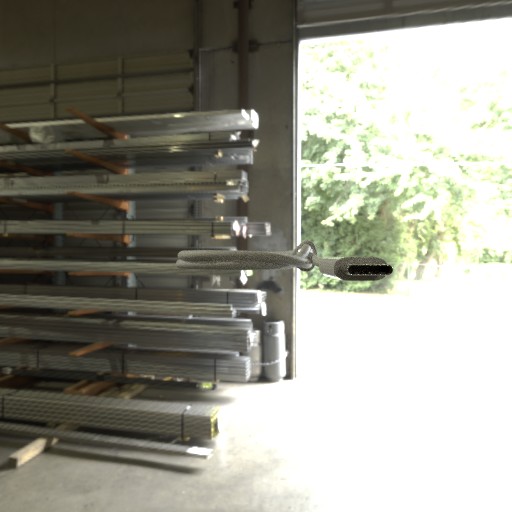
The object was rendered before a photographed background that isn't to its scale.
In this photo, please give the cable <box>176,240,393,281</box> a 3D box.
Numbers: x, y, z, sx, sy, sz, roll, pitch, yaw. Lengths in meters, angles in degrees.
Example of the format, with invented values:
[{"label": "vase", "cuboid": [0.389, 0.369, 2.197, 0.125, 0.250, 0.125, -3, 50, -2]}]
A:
[{"label": "cable", "cuboid": [0.000, 0.000, 0.200, 0.070, 0.014, 0.186, 0, 0, -1]}]
